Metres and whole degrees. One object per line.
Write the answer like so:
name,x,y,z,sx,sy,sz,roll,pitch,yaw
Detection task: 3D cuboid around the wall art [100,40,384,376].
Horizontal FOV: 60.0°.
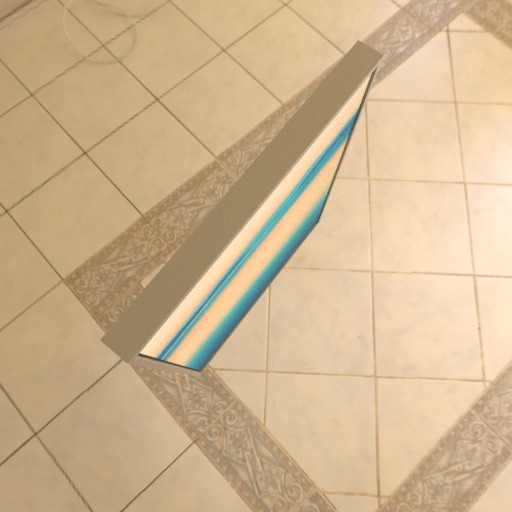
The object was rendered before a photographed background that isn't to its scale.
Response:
wall art,0.000,0.000,0.747,0.037,0.554,0.453,37,77,10
